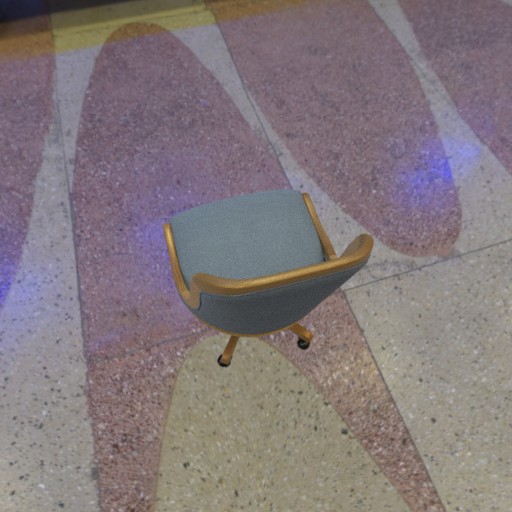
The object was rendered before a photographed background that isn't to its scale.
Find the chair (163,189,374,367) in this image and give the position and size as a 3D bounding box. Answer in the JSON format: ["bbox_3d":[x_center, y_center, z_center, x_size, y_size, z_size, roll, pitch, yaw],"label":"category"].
[{"bbox_3d":[0.000,0.000,1.514,0.605,1.031,0.735,-13,60,-8],"label":"chair"}]
